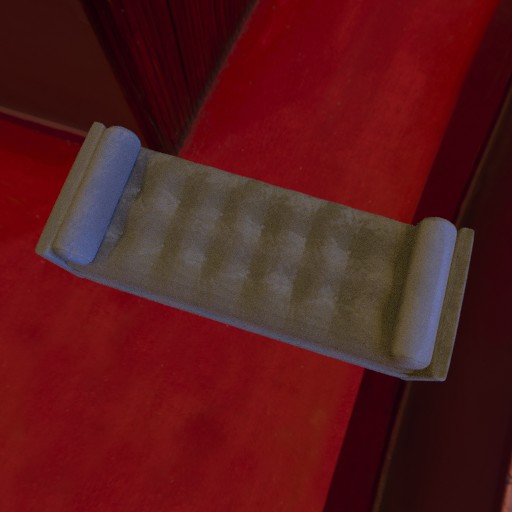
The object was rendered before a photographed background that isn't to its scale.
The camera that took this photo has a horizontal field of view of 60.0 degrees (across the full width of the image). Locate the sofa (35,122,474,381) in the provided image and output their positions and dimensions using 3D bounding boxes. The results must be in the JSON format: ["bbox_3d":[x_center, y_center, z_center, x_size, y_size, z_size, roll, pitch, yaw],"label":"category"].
[{"bbox_3d":[0.000,0.000,2.499,2.102,0.705,0.796,17,76,4],"label":"sofa"}]
